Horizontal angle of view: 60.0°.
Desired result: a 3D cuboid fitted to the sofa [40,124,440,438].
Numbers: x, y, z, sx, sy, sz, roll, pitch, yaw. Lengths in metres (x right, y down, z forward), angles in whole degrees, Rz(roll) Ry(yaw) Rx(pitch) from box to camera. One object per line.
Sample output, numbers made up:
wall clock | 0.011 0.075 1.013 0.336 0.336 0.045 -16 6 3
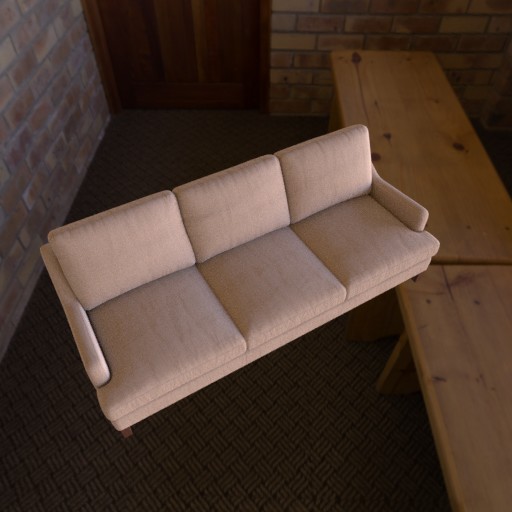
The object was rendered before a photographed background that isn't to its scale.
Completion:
sofa | 0.000 0.000 2.819 2.321 0.913 1.000 -23 51 -20
